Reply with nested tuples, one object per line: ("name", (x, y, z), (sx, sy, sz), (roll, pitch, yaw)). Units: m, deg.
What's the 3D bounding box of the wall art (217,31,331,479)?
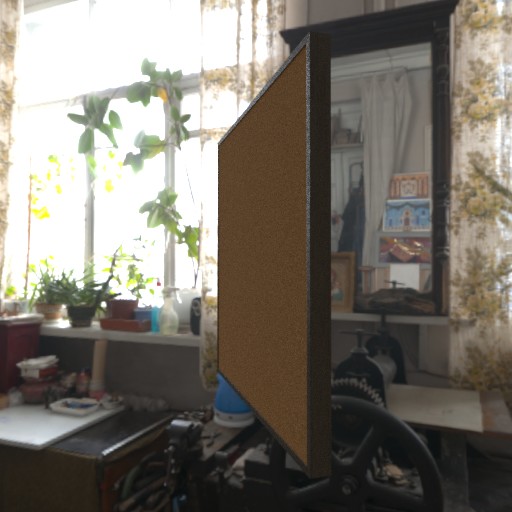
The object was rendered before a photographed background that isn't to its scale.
("wall art", (0.000, 0.000, 1.118), (0.039, 0.758, 0.758), (0, -1, -17))
